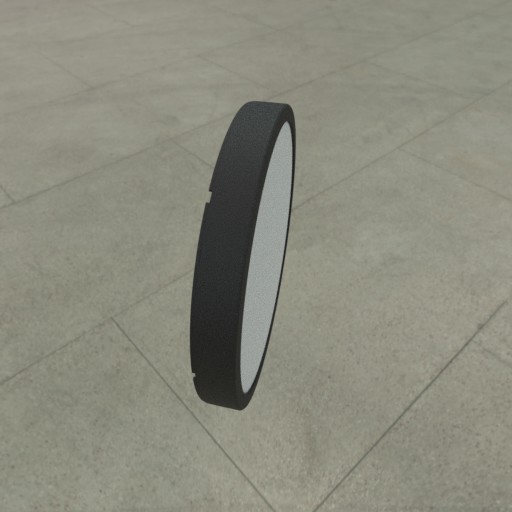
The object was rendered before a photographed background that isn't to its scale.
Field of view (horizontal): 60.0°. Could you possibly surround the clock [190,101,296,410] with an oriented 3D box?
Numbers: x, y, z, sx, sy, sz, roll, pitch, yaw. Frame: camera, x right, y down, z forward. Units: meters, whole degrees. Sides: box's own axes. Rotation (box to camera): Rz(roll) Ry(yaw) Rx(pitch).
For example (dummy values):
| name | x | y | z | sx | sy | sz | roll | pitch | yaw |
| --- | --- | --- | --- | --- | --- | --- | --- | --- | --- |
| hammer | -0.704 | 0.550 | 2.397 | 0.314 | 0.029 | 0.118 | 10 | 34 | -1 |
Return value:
| name | x | y | z | sx | sy | sz | roll | pitch | yaw |
| --- | --- | --- | --- | --- | --- | --- | --- | --- | --- |
| clock | 0.000 | 0.000 | 0.445 | 0.040 | 0.293 | 0.293 | 9 | 45 | 9 |
